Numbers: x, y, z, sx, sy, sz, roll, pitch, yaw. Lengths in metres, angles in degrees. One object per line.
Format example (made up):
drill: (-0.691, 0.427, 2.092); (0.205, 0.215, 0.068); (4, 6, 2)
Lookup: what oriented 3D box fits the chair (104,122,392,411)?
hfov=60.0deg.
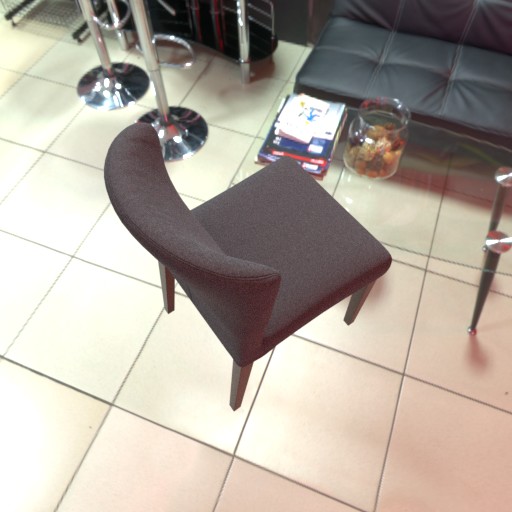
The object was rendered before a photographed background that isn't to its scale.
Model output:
chair: (0.000, 0.000, 1.220); (0.592, 0.839, 0.491); (-32, 64, -18)
